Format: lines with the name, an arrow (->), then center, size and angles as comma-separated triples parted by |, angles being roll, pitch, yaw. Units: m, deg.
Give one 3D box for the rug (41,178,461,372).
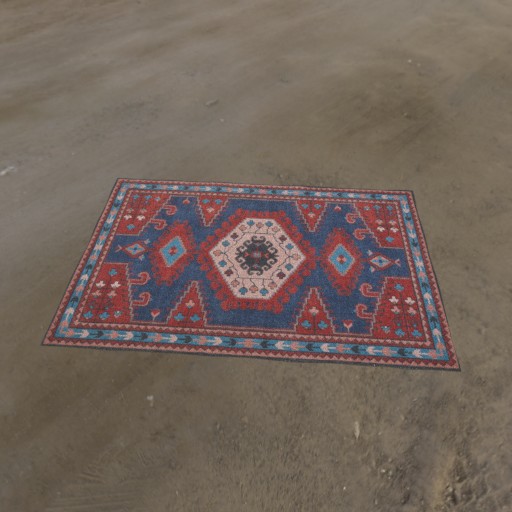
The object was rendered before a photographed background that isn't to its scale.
rug -> 0.000, 0.000, 2.310 | 1.820, 0.012, 1.207 | 3, 47, 3
